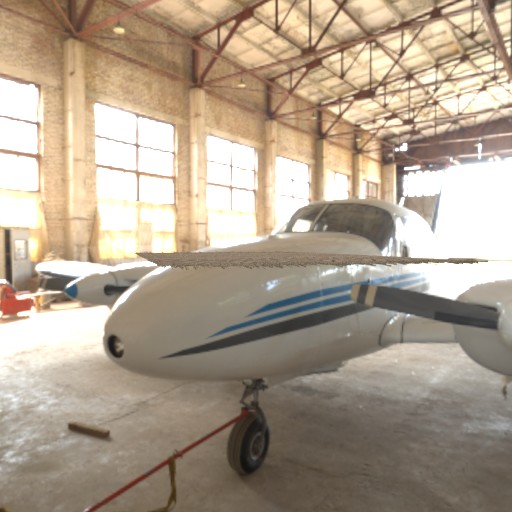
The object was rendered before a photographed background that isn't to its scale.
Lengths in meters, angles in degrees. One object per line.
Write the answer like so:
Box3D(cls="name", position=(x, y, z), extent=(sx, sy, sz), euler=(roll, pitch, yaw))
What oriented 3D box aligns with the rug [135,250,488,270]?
Box3D(cls="rug", position=(0.000, 0.000, 2.443), extent=(1.224, 0.028, 2.023), euler=(-1, 2, -17))
